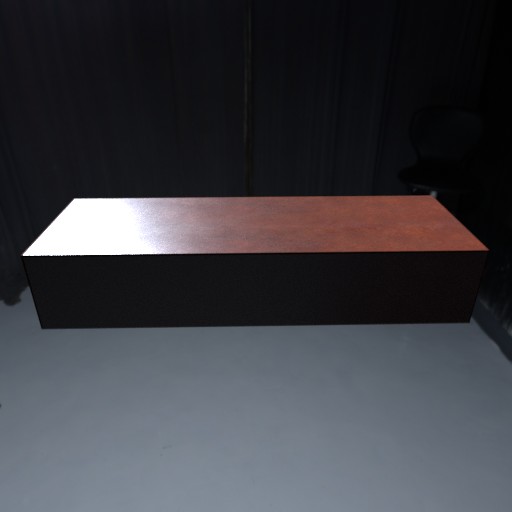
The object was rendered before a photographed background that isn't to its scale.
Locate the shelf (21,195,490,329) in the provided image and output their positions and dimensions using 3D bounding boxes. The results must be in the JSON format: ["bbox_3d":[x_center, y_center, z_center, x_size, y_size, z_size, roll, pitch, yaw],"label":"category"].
[{"bbox_3d":[0.000,0.000,0.519,0.457,0.088,0.152,-1,28,-1],"label":"shelf"}]
